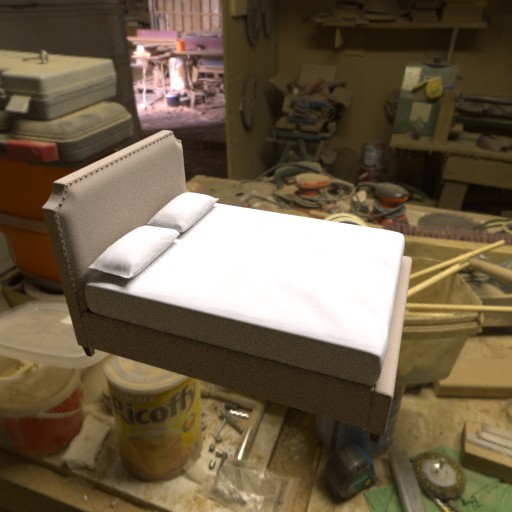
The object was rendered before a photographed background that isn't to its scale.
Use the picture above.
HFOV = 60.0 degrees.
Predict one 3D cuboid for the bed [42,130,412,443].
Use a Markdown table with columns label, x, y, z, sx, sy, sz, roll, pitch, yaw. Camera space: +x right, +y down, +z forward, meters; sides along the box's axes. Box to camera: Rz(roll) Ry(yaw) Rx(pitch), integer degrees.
| label | x | y | z | sx | sy | sz | roll | pitch | yaw |
| --- | --- | --- | --- | --- | --- | --- | --- | --- | --- |
| bed | 0.000 | 0.000 | 3.473 | 2.329 | 1.415 | 1.703 | 11 | 32 | 18 |
